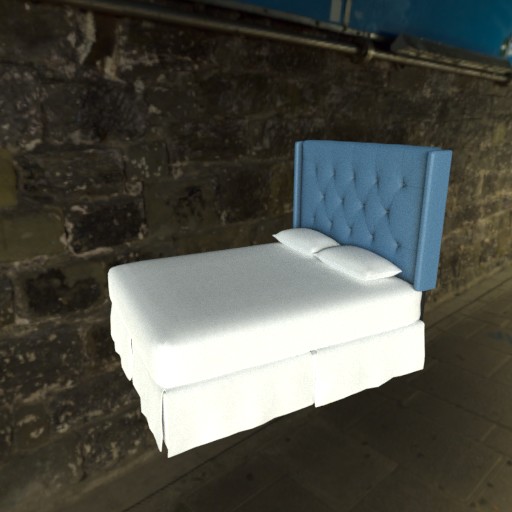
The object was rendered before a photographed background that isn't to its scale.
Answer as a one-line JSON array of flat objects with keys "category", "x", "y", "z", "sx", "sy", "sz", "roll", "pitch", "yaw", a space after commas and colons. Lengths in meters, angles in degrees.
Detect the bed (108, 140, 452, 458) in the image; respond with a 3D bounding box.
[{"category": "bed", "x": 0.000, "y": 0.000, "z": 3.423, "sx": 2.078, "sy": 1.665, "sz": 1.719, "roll": -8, "pitch": 19, "yaw": -26}]
